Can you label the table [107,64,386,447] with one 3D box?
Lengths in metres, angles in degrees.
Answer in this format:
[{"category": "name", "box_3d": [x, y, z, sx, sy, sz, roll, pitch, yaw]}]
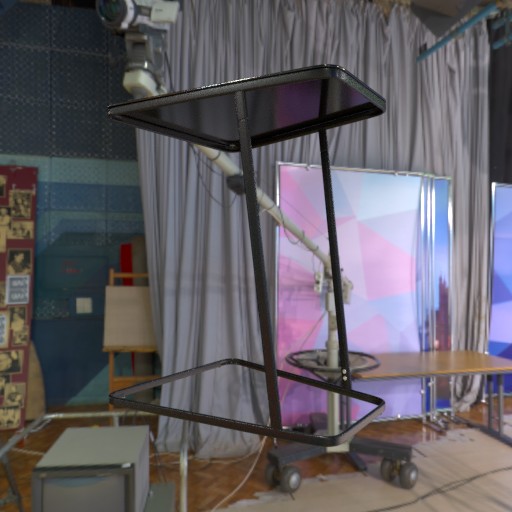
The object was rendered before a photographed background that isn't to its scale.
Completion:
[{"category": "table", "box_3d": [0.000, 0.000, 0.955, 0.500, 0.624, 0.427, 0, 1, 37]}]
